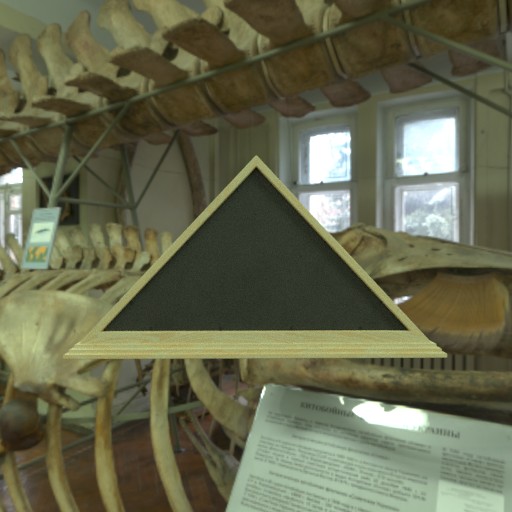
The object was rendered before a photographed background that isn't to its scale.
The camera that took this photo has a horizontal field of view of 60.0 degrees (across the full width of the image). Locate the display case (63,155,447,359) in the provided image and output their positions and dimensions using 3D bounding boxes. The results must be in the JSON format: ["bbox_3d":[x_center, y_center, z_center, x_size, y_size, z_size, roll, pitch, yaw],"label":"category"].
[{"bbox_3d":[0.000,0.000,0.784,0.640,0.340,0.095,0,0,-1],"label":"display case"}]
